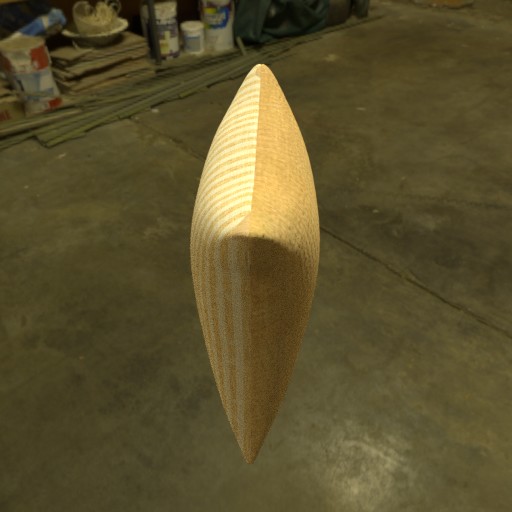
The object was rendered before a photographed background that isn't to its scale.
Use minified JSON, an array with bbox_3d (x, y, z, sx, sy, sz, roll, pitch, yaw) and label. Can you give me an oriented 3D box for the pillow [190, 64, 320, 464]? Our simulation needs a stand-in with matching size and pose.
[{"bbox_3d":[0.000,0.000,0.639,0.173,0.407,0.419,1,42,1],"label":"pillow"}]
